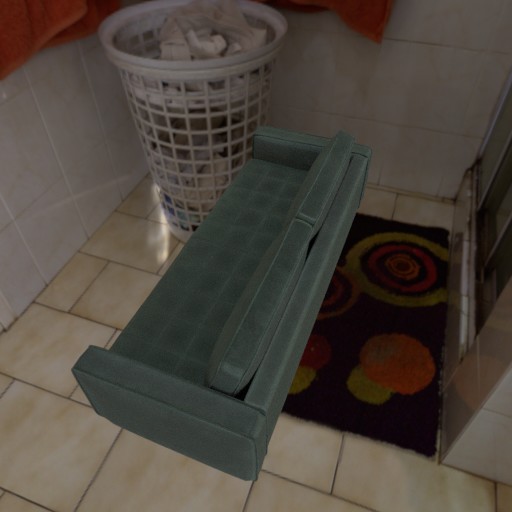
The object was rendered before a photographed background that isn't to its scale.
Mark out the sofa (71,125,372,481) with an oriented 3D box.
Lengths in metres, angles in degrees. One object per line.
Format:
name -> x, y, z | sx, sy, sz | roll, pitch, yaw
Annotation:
sofa -> 0.000, 0.000, 2.609 | 0.886, 0.781, 2.214 | 16, 48, 15
